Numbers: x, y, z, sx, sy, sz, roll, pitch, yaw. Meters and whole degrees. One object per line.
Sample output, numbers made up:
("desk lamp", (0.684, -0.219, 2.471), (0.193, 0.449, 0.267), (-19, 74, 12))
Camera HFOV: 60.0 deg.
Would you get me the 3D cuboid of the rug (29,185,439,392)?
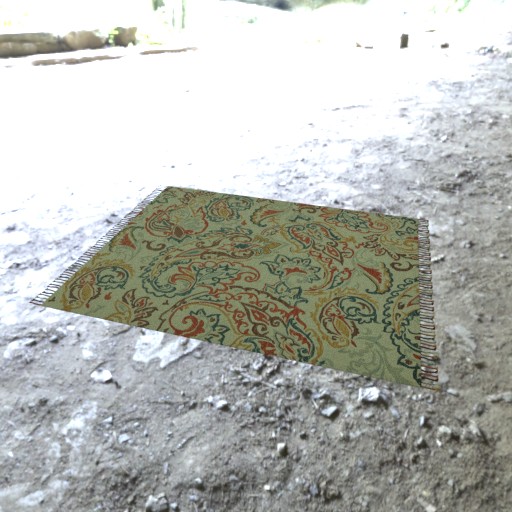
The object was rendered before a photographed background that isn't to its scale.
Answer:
("rug", (0.000, 0.000, 4.324), (3.274, 0.015, 2.439), (9, 35, 13))
